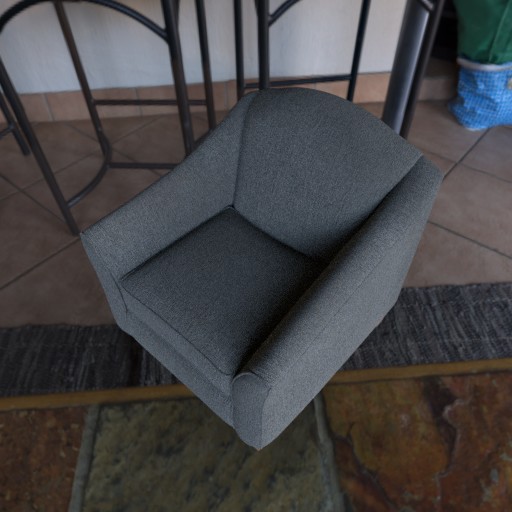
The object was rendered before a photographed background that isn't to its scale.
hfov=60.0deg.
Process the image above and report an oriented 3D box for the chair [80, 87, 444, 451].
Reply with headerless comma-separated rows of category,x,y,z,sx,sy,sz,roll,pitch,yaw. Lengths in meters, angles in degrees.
chair,0.000,0.000,1.442,0.763,0.839,0.787,33,54,28
